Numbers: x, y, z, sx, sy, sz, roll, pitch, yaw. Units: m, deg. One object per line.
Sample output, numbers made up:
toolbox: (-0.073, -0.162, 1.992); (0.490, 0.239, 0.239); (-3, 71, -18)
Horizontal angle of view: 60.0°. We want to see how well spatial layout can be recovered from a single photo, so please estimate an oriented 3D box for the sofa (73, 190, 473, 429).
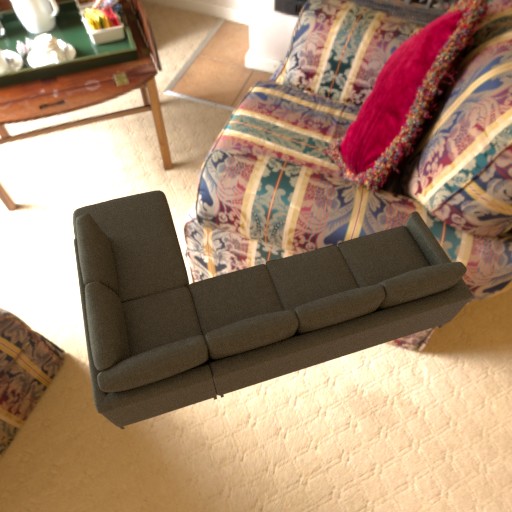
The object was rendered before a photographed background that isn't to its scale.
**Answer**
sofa: (0.000, 0.000, 3.878); (2.972, 0.858, 1.984); (-15, 58, -10)
